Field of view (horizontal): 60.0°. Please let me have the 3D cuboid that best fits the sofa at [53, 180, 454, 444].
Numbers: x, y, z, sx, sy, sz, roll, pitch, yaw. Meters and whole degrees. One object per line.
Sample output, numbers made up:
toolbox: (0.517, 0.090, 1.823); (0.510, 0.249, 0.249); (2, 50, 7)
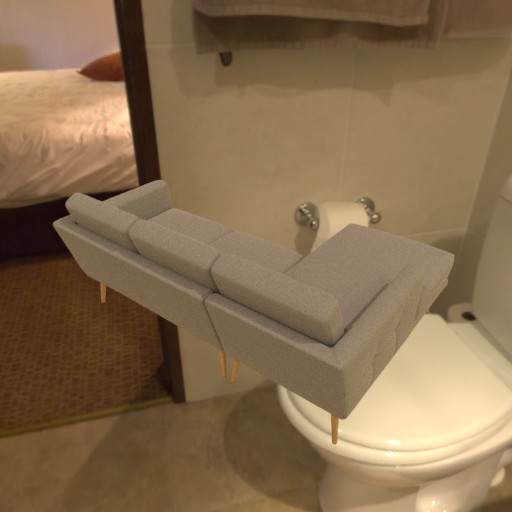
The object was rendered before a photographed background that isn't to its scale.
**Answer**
sofa: (0.000, 0.000, 2.817); (2.040, 0.860, 1.530); (22, 37, 32)
